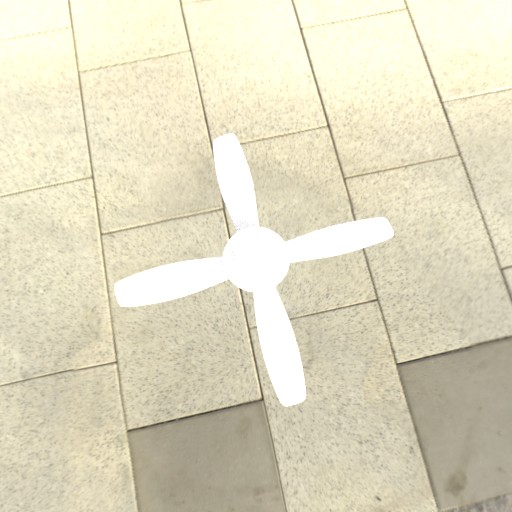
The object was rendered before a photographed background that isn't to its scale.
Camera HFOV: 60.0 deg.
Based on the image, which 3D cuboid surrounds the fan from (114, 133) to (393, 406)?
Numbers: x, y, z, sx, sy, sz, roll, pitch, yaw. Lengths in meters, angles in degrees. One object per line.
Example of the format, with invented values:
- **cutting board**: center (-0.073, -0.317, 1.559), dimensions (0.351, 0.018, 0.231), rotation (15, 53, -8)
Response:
- **fan**: center (0.000, 0.000, 2.547), dimensions (1.694, 0.382, 1.693), rotation (-14, 77, -3)
